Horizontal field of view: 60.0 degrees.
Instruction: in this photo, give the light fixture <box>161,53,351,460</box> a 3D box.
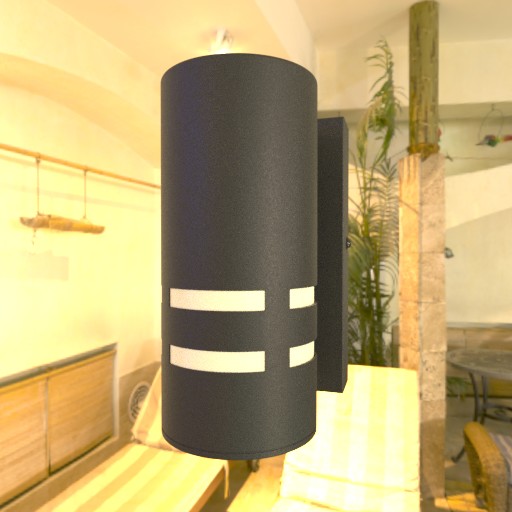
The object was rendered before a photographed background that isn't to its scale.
[{"bbox_3d":[0.000,0.000,0.260,0.098,0.179,0.138,0,1,18],"label":"light fixture"}]
